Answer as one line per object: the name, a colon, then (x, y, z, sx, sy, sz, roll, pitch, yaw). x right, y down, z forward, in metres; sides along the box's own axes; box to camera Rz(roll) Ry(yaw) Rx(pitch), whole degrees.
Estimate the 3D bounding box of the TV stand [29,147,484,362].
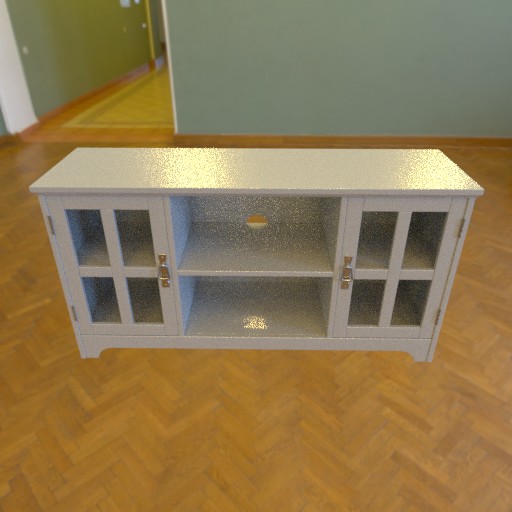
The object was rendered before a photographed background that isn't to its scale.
TV stand: (0.000, 0.000, 1.434, 1.167, 0.603, 0.344, 0, 30, 1)
